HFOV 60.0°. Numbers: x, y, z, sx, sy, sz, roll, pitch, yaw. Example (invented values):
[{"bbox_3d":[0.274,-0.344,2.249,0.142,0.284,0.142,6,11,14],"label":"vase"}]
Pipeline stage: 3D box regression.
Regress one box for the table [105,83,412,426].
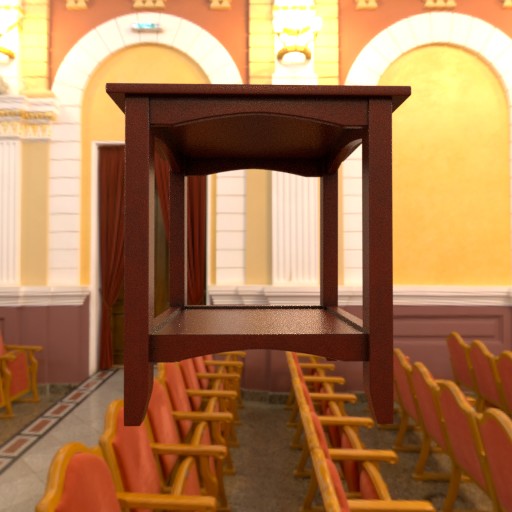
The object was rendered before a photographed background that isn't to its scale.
[{"bbox_3d":[0.000,0.000,0.973,0.522,0.558,0.523,0,0,1],"label":"table"}]
